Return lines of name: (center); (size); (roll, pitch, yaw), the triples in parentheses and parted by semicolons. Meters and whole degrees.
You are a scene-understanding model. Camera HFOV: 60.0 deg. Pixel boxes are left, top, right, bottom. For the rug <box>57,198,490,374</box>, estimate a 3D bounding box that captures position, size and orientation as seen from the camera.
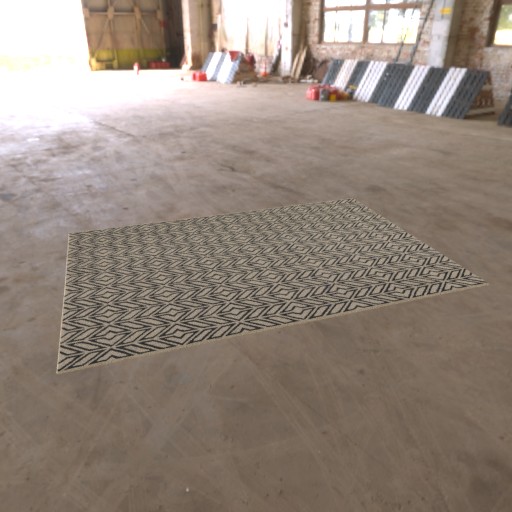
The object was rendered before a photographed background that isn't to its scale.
rug: (0.000, 0.000, 2.262); (1.828, 0.007, 1.220); (-9, 28, -17)
